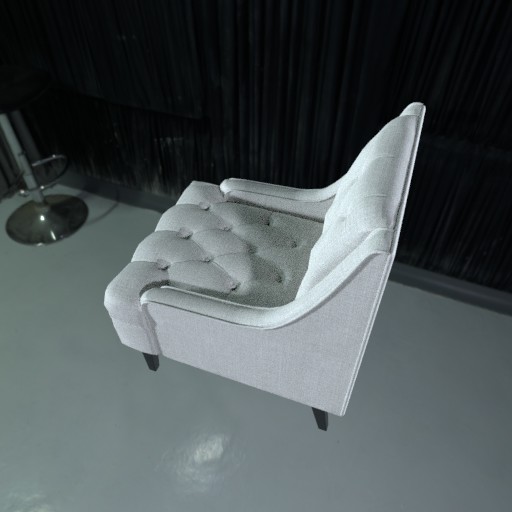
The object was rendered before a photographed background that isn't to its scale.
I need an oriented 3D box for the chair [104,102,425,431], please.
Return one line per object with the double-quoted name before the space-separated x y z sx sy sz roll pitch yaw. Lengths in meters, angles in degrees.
"chair" 0.000 0.000 1.417 0.772 0.891 0.658 15 47 14
